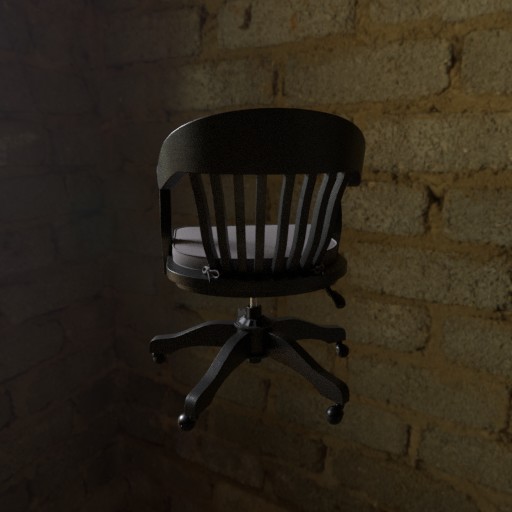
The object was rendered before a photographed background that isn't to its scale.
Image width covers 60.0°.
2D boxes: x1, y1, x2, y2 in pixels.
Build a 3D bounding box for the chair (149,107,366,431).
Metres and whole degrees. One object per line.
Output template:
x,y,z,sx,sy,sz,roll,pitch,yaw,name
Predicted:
0.000,0.000,1.465,0.750,0.878,0.788,-2,14,-8,chair
